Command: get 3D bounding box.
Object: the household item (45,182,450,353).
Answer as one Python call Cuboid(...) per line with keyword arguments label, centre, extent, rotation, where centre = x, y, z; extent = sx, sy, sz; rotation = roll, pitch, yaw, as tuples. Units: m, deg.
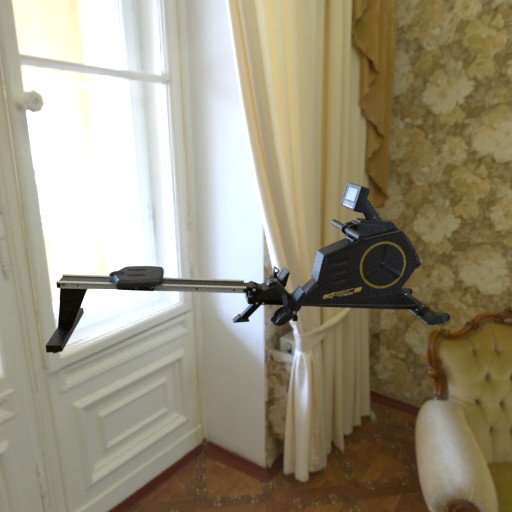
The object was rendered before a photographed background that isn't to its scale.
Cuboid(label="household item", centre=(0.000, 0.000, 2.580), extent=(2.251, 0.810, 0.521), rotation=(-2, 15, -9))
